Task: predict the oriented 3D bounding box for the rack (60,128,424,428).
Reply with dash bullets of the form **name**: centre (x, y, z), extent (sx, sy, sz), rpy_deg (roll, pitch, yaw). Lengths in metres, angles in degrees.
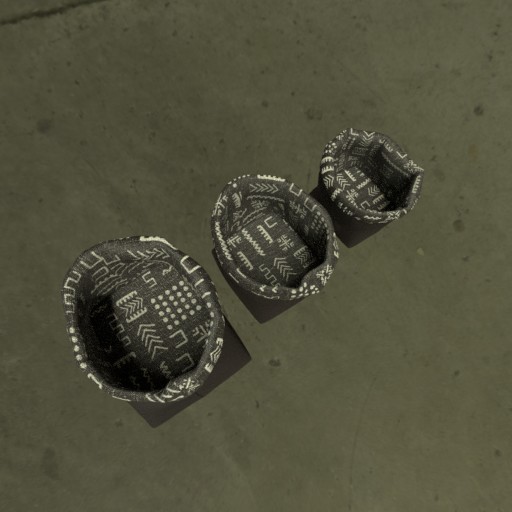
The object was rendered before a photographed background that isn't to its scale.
- **rack**: centre (0.000, 0.000, 1.067), extent (0.905, 0.323, 0.379), rpy_deg (-35, 77, -9)
